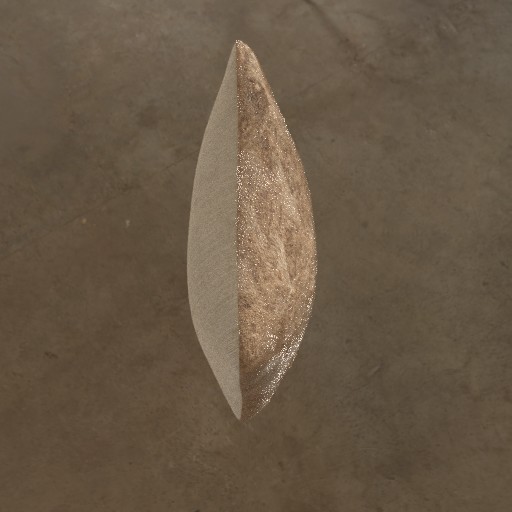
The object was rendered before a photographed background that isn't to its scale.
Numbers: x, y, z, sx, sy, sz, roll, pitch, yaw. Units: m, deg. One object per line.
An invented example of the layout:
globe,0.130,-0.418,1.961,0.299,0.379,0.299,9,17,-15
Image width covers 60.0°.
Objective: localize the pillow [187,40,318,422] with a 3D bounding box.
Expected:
pillow,0.000,0.000,0.822,0.216,0.525,0.538,0,63,0
